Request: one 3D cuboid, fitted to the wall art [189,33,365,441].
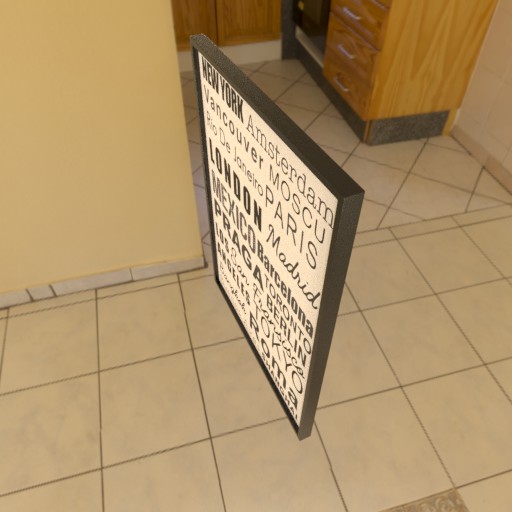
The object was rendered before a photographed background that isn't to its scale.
[{"bbox_3d":[0.000,0.000,1.372,0.043,1.046,0.788,-19,49,-17],"label":"wall art"}]
